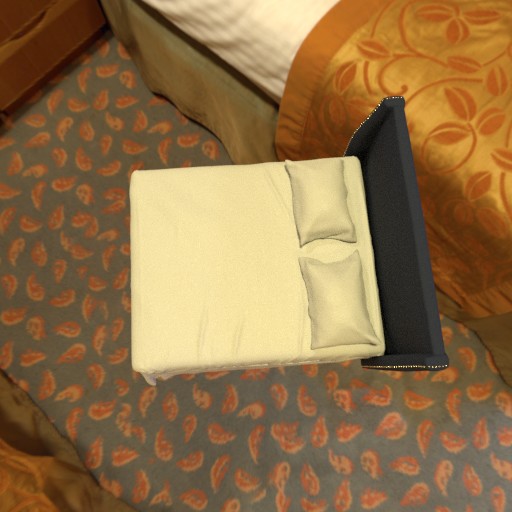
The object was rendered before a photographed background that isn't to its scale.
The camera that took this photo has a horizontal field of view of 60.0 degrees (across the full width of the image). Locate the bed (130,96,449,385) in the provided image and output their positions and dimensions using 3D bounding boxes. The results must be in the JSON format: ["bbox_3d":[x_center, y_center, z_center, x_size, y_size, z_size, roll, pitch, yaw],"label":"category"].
[{"bbox_3d":[0.000,0.000,3.549,2.276,1.332,1.925,-4,76,-1],"label":"bed"}]
